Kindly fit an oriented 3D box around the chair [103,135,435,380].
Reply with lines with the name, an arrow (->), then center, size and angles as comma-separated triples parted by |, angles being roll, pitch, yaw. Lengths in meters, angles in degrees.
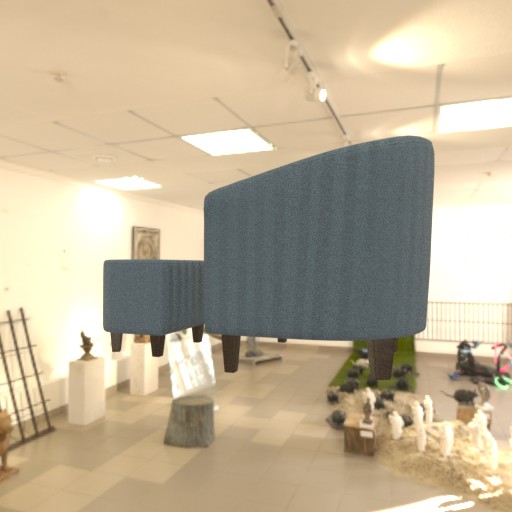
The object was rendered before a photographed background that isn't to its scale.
chair -> 0.000, 0.000, 1.716 | 1.288, 0.757, 0.756 | 0, -1, 20
